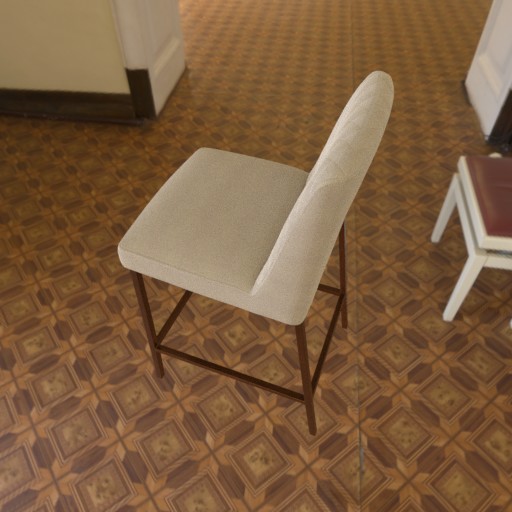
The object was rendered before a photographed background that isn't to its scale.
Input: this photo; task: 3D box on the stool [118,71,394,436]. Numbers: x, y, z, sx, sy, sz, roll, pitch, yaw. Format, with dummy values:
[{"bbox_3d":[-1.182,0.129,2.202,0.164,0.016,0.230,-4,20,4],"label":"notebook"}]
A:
[{"bbox_3d":[0.000,0.000,1.265,0.576,0.973,0.507,16,48,15],"label":"stool"}]
